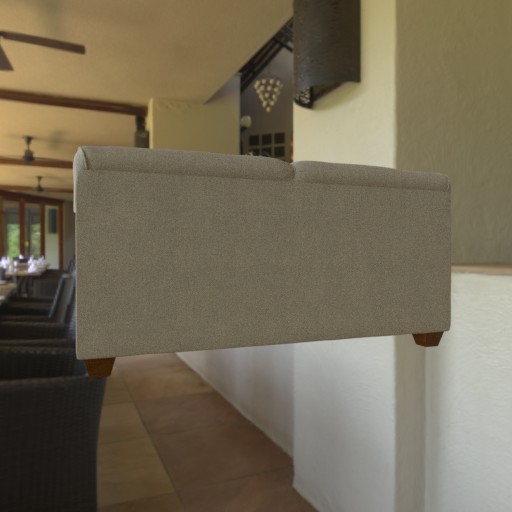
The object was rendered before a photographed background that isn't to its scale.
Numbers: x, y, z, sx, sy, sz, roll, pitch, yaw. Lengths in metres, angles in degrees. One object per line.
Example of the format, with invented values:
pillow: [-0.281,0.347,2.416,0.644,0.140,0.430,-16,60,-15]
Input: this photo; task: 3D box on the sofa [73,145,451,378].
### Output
sofa: [0.000,0.000,2.459,1.846,0.958,0.998,0,0,-20]
